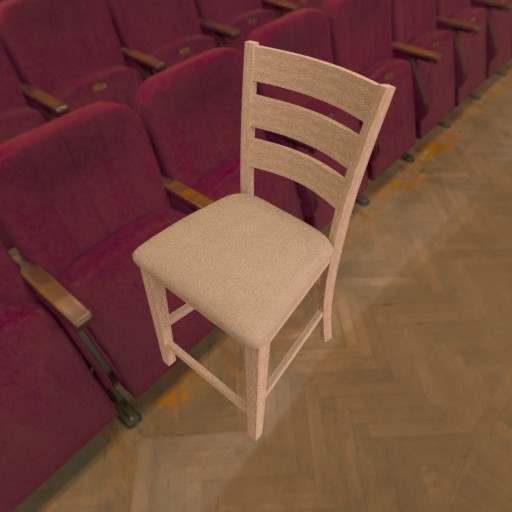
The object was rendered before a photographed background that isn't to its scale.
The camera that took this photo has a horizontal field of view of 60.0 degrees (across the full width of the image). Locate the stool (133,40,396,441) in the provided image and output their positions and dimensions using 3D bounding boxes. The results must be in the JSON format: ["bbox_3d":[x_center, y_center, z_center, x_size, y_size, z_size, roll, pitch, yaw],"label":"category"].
[{"bbox_3d":[0.000,0.000,1.353,0.484,1.032,0.569,32,53,27],"label":"stool"}]
